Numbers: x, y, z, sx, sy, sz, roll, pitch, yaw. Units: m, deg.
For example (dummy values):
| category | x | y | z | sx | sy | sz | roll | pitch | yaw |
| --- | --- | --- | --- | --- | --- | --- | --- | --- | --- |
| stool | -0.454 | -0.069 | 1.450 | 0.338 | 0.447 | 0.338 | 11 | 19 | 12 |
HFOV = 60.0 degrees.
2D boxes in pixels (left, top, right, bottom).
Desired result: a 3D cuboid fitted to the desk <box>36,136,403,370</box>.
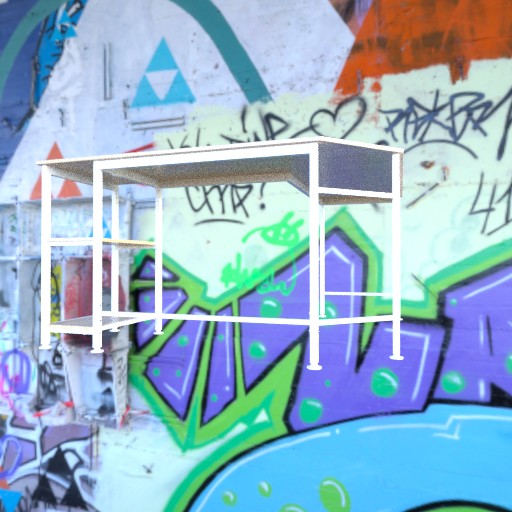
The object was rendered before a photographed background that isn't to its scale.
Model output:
| category | x | y | z | sx | sy | sz | roll | pitch | yaw |
| --- | --- | --- | --- | --- | --- | --- | --- | --- | --- |
| desk | 0.000 | 0.000 | 2.188 | 1.379 | 0.739 | 1.379 | 0 | -1 | 18 |
